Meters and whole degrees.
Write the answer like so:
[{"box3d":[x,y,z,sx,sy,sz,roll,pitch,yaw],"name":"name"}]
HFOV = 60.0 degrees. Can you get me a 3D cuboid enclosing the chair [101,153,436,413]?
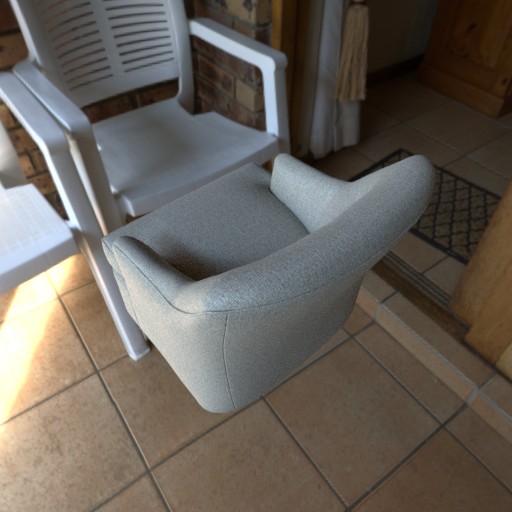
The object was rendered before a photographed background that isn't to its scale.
[{"box3d":[0.000,0.000,1.585,0.864,0.856,0.923,-33,54,-27],"name":"chair"}]
